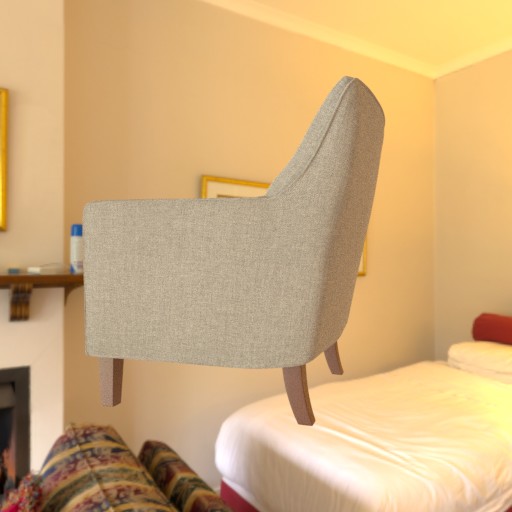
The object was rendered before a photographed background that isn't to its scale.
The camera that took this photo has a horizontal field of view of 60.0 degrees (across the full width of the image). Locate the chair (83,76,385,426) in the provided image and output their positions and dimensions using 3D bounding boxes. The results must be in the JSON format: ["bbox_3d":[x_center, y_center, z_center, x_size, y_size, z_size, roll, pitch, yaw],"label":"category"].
[{"bbox_3d":[0.000,0.000,1.774,0.993,1.047,0.887,0,0,19],"label":"chair"}]
